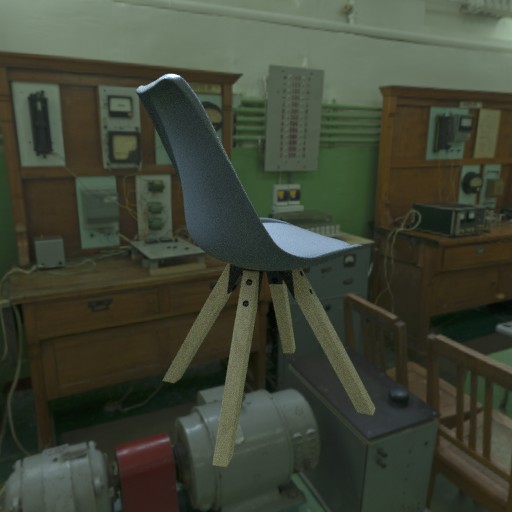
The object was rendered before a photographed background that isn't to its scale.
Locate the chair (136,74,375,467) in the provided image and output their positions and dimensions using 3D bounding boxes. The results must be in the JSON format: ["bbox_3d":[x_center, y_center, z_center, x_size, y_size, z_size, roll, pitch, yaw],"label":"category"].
[{"bbox_3d":[0.000,0.000,1.184,0.550,0.850,0.485,-7,16,-26],"label":"chair"}]
